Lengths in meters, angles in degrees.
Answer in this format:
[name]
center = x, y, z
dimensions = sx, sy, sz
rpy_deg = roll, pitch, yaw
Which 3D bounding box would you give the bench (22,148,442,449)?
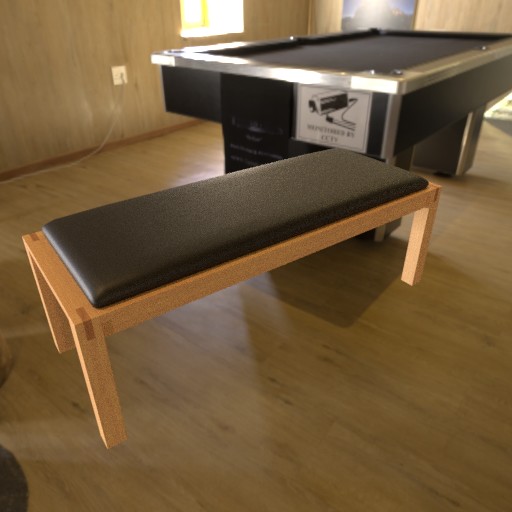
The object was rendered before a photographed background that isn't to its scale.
[bench]
center = 0.000, 0.000, 1.404
dimensions = 1.202, 0.430, 0.450
rpy_deg = -21, 37, -30
